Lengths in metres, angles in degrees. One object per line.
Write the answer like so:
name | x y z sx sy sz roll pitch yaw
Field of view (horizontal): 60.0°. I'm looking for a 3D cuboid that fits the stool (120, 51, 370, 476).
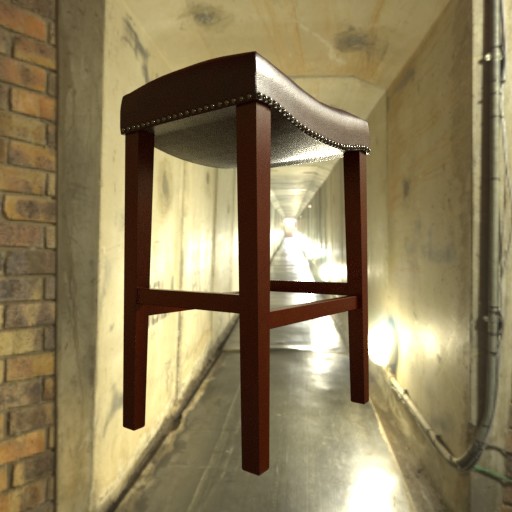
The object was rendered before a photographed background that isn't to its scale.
stool | 0.000 0.000 1.043 0.372 0.742 0.504 0 0 36
